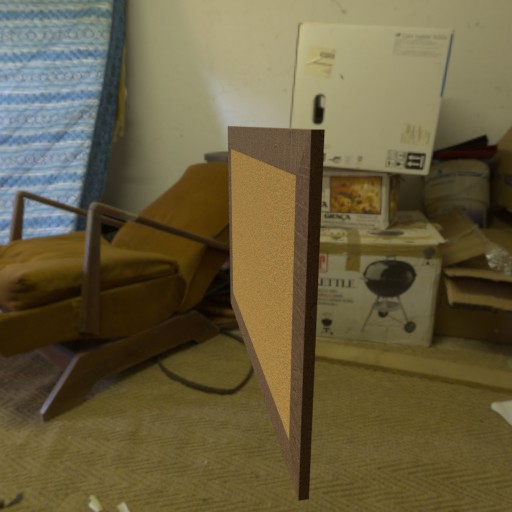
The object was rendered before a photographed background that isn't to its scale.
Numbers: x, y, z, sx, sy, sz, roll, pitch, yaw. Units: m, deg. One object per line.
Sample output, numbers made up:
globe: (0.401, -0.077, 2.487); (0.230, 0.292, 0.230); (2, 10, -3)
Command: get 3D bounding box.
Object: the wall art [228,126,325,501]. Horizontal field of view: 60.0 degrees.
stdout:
wall art: (0.000, 0.000, 1.121); (0.019, 0.626, 0.917); (-3, 17, -10)
